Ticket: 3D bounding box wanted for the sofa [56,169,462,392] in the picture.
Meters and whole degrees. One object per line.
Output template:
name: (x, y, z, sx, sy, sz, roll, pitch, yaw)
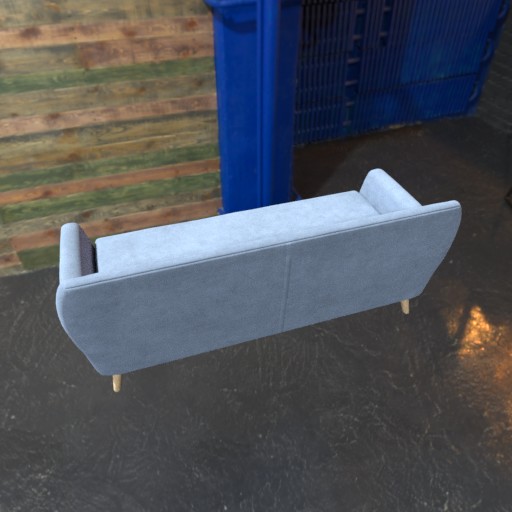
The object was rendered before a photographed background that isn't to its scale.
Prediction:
sofa: (0.000, 0.000, 2.440, 1.970, 0.830, 0.830, -12, 42, -14)
